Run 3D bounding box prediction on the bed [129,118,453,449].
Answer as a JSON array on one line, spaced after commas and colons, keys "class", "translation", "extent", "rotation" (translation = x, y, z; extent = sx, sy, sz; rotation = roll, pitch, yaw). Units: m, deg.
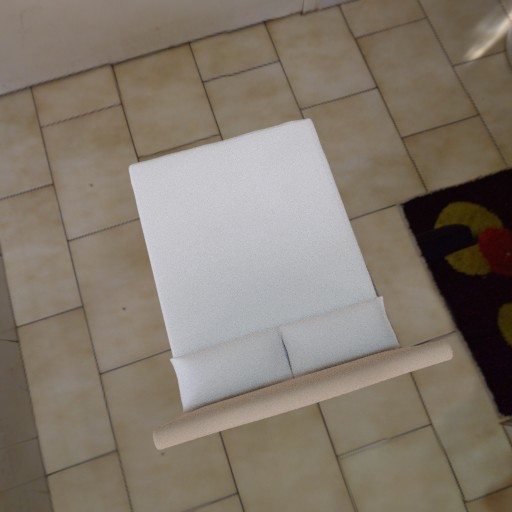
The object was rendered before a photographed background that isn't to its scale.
[{"class": "bed", "translation": [0.000, 0.000, 3.189], "extent": [1.678, 1.398, 2.052], "rotation": [-16, 75, -4]}]
